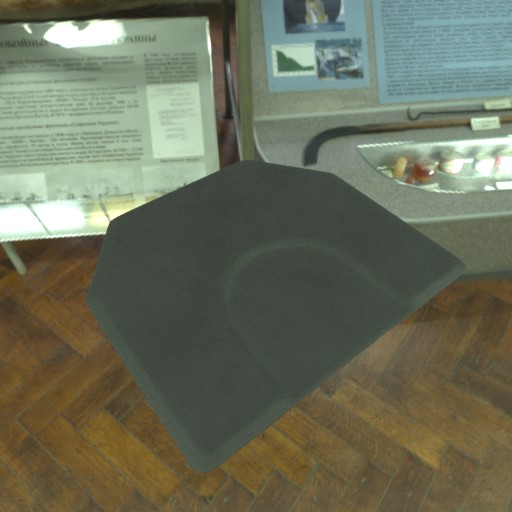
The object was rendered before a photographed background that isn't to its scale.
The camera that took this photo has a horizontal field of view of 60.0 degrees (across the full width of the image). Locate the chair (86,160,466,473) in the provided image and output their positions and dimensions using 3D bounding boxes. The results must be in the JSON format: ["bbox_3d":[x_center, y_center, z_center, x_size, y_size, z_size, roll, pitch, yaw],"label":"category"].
[{"bbox_3d":[0.000,0.000,1.918,1.372,0.024,1.219,-30,54,-25],"label":"chair"}]
